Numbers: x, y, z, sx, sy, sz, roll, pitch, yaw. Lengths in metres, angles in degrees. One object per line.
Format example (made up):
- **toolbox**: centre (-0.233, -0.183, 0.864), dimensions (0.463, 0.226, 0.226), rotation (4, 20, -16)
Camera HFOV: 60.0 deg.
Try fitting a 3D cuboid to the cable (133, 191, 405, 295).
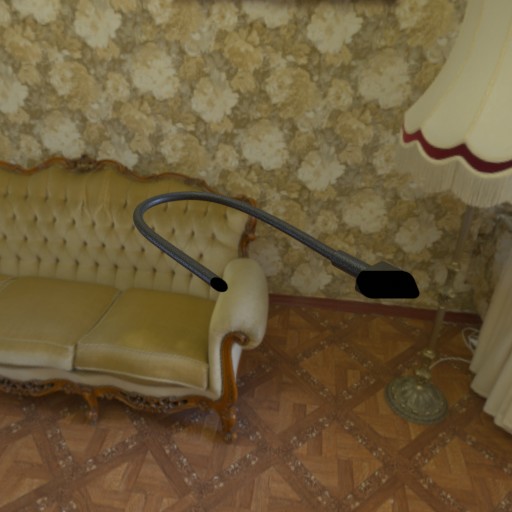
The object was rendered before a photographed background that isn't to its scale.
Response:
- **cable**: centre (0.000, 0.000, 0.111), dimensions (0.040, 0.006, 0.098), rotation (-22, 37, -33)
